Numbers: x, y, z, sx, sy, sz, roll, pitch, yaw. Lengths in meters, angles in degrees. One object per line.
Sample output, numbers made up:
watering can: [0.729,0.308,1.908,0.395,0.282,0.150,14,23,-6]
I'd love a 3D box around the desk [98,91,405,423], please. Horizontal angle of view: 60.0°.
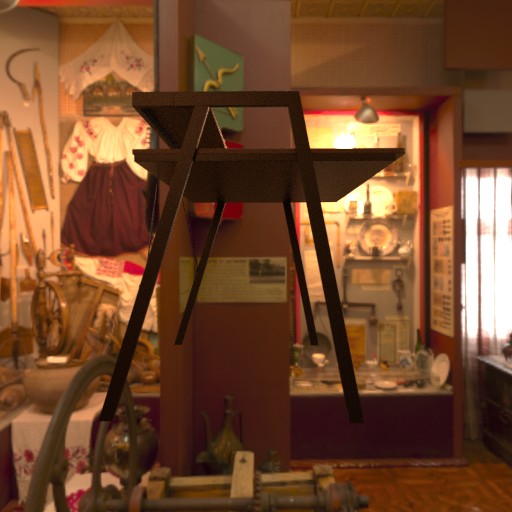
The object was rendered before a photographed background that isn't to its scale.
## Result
desk: [0.000,0.000,1.905,0.936,0.998,1.143,0,0,1]
